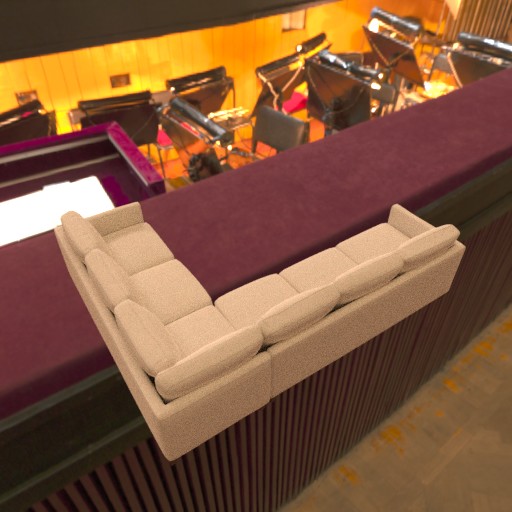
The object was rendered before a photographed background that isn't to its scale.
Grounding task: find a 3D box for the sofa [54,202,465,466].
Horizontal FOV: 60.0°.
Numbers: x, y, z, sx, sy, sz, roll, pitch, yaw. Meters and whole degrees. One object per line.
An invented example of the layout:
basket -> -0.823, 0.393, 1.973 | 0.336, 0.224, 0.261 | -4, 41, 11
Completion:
sofa -> 0.000, 0.000, 4.565 | 3.302, 0.947, 2.593 | -24, 46, -25
